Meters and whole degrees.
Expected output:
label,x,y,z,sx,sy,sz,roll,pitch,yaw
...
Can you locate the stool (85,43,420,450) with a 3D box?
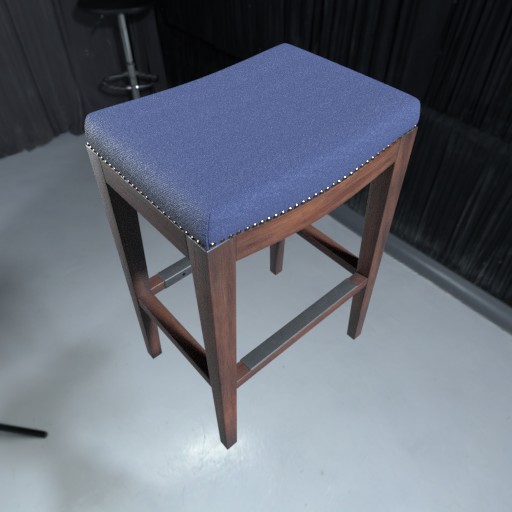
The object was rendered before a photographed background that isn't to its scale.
label,x,y,z,sx,sy,sz,roll,pitch,yaw
stool,0.000,0.000,1.007,0.498,0.740,0.358,-33,54,-27
